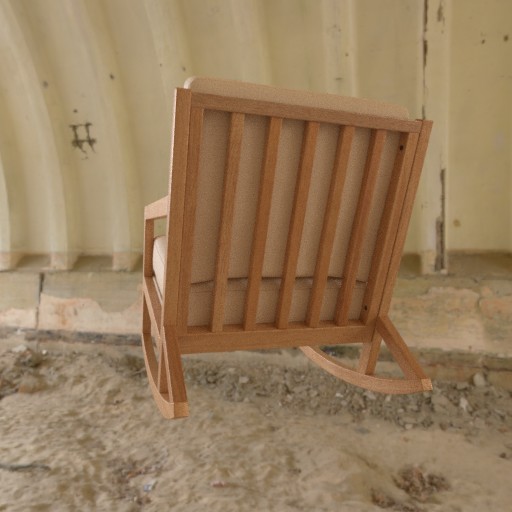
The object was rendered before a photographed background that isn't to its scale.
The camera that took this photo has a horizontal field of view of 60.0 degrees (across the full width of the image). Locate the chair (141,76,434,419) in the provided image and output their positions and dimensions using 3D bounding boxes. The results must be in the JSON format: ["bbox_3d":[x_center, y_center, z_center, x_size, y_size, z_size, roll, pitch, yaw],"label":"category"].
[{"bbox_3d":[0.000,0.000,1.372,0.622,0.790,0.857,1,-2,-19],"label":"chair"}]
